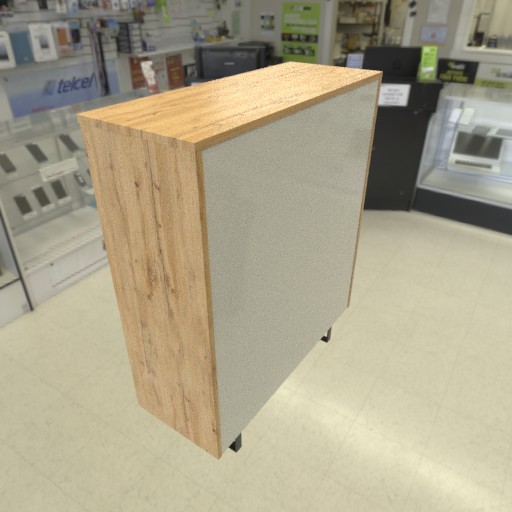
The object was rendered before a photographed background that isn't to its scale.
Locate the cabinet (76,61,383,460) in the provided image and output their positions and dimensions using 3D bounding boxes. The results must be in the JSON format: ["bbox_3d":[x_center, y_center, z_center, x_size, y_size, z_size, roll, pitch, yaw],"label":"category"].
[{"bbox_3d":[0.000,0.000,1.937,0.473,1.397,1.168,21,37,29],"label":"cabinet"}]
